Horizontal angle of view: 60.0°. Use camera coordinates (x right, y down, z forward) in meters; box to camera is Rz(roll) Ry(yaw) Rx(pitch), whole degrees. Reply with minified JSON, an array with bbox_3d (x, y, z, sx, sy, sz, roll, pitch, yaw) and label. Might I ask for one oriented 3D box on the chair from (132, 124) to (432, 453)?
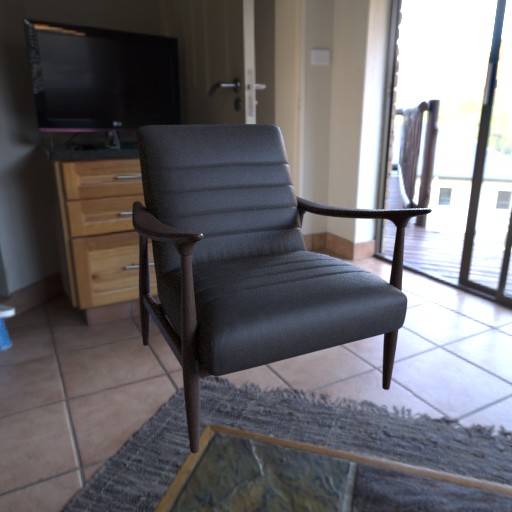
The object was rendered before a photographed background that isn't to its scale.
[{"bbox_3d":[0.000,0.000,1.448,0.741,0.831,0.798,-8,18,-25],"label":"chair"}]
